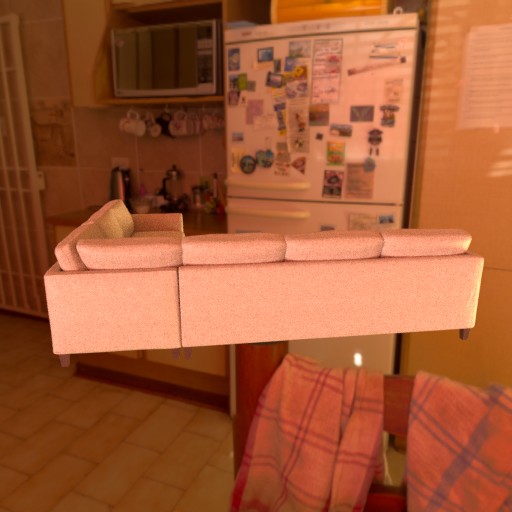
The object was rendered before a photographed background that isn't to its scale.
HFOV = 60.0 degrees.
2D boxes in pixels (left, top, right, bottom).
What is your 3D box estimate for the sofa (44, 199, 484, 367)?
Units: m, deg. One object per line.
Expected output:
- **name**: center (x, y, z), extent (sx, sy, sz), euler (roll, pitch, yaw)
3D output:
- **sofa**: center (0.000, 0.000, 4.484), extent (3.333, 0.934, 2.522), euler (-2, 15, -8)
